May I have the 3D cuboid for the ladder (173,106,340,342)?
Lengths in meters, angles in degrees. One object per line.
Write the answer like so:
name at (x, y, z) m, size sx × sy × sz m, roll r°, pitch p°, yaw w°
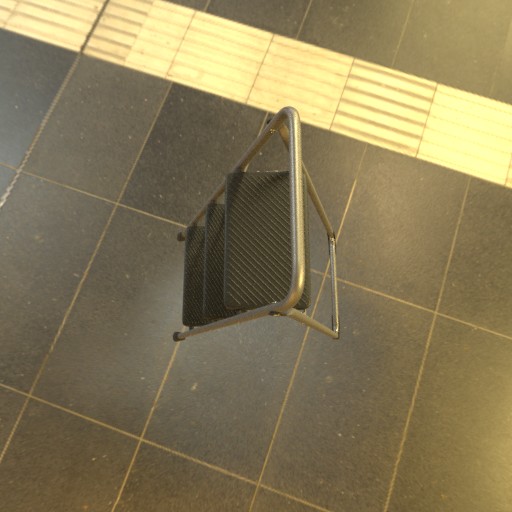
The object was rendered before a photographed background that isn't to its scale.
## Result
ladder at (0.000, 0.000, 1.263) m, size 0.629 × 0.945 × 0.430 m, roll 0°, pitch 76°, yaw 0°
